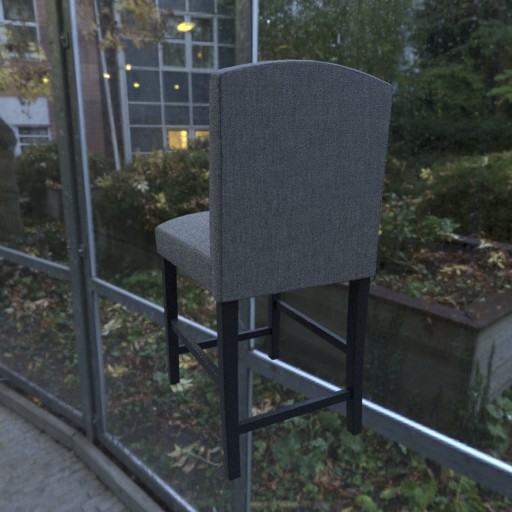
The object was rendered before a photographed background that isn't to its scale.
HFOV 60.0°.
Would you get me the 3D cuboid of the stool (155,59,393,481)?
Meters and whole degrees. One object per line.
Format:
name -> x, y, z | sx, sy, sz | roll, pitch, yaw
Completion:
stool -> 0.000, 0.000, 1.271 | 0.451, 0.966, 0.552 | -7, 16, -26
